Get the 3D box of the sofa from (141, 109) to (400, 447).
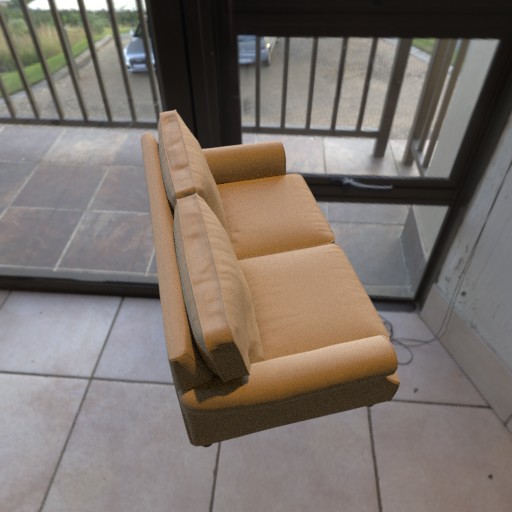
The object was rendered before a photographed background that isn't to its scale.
[{"bbox_3d":[0.000,0.000,2.256,0.964,0.937,1.665,-10,46,-10],"label":"sofa"}]
